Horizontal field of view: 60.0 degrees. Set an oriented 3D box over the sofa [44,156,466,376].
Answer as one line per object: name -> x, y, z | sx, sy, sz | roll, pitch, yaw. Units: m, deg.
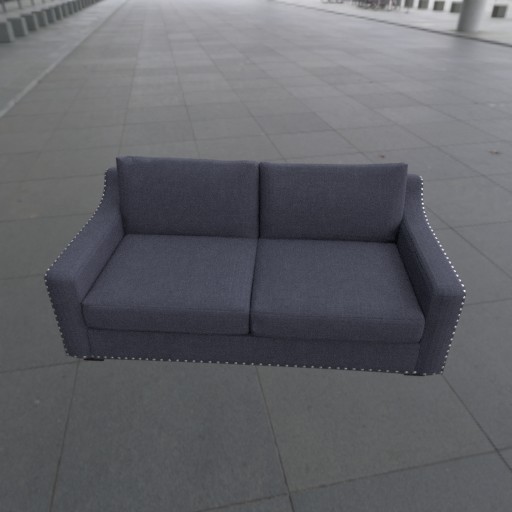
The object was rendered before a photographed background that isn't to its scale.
sofa -> 0.000, 0.000, 3.254 | 2.550, 1.196, 1.336 | 2, 32, 3
